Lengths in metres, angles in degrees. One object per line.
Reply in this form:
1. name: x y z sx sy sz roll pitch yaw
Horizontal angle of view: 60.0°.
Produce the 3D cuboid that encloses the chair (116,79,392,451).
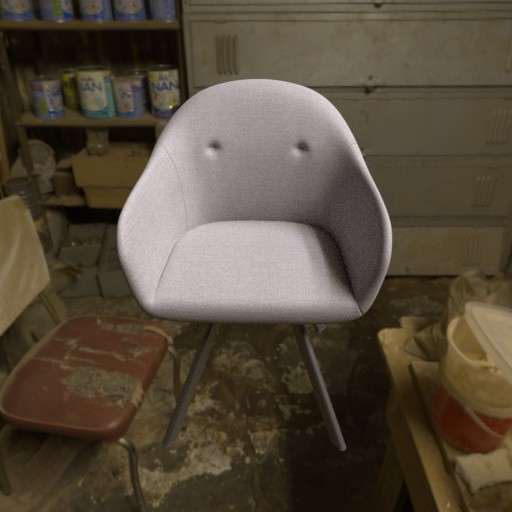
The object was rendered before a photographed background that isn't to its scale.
1. chair: 0.000 0.000 1.148 0.540 0.780 0.570 1 31 1
